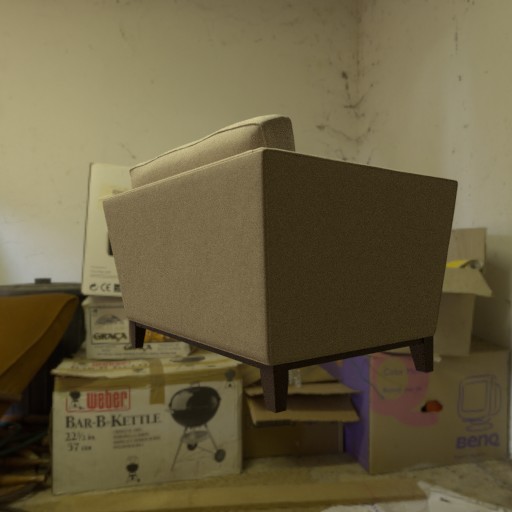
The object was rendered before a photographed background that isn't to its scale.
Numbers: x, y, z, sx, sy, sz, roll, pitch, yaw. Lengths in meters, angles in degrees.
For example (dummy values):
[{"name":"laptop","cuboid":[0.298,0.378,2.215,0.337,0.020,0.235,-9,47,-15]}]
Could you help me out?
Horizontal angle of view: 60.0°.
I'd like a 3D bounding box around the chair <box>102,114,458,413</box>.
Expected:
[{"name":"chair","cuboid":[0.000,0.000,2.018,0.965,0.940,1.397,0,0,-36]}]
